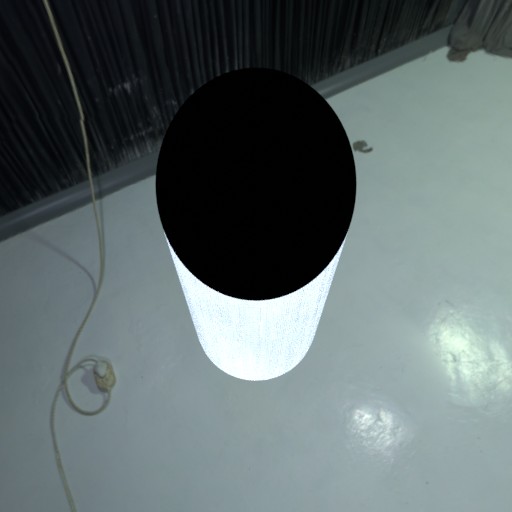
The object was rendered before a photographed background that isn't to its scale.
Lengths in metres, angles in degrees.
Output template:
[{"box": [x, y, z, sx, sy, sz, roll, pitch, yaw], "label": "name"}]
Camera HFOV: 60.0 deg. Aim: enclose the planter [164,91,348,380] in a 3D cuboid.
[{"box": [0.000, 0.000, 0.128, 0.045, 0.103, 0.045, -33, 65, -18], "label": "planter"}]
